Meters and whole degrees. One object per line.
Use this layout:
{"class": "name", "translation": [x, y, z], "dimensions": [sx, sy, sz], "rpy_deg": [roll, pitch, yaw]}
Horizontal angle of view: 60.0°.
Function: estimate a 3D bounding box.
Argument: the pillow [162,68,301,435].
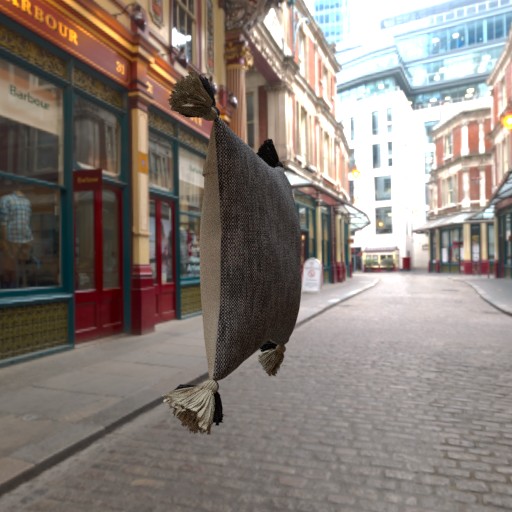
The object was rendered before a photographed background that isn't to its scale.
{"class": "pillow", "translation": [0.000, 0.000, 1.005], "dimensions": [0.170, 0.659, 0.654], "rpy_deg": [0, -1, 18]}
